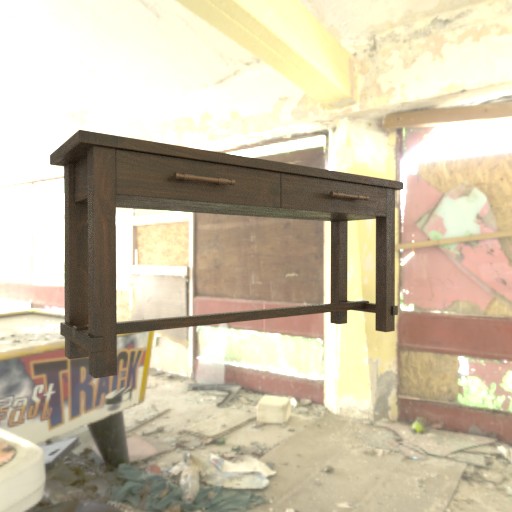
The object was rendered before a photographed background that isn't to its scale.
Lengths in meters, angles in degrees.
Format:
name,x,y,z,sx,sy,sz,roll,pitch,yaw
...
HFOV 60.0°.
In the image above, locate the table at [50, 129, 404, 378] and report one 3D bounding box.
name,x,y,z,sx,sy,sz,roll,pitch,yaw
table,0.000,0.000,1.957,1.599,0.762,0.442,0,0,-36
